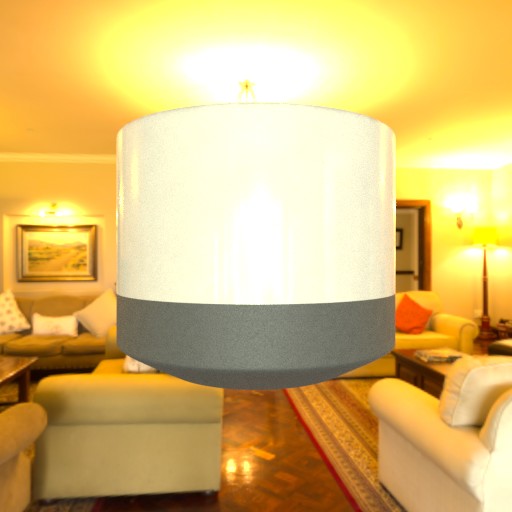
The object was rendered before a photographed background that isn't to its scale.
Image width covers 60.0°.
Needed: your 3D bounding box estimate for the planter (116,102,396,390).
[{"bbox_3d":[0.000,0.000,0.214,0.128,0.105,0.128,0,0,0],"label":"planter"}]
